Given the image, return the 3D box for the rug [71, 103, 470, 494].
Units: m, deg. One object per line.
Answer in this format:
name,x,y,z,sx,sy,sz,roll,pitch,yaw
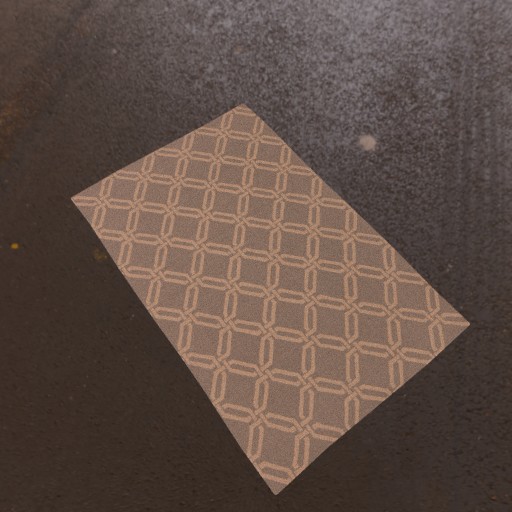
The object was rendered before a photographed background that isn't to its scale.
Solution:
rug,0.000,0.000,2.183,1.148,0.010,1.754,-34,68,-16
